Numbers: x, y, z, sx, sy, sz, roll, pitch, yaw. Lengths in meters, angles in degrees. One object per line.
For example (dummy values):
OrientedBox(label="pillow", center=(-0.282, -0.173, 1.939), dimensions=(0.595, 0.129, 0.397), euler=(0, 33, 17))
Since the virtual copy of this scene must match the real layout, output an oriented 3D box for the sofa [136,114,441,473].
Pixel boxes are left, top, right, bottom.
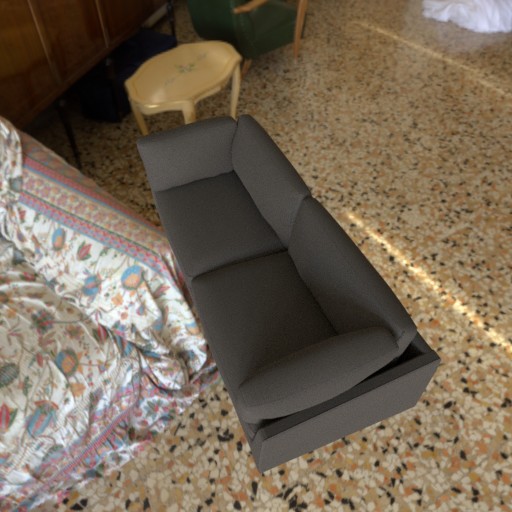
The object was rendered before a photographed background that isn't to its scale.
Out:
OrientedBox(label="sofa", center=(0.000, 0.000, 2.802), dimensions=(0.969, 0.792, 2.312), euler=(-16, 49, -15))
